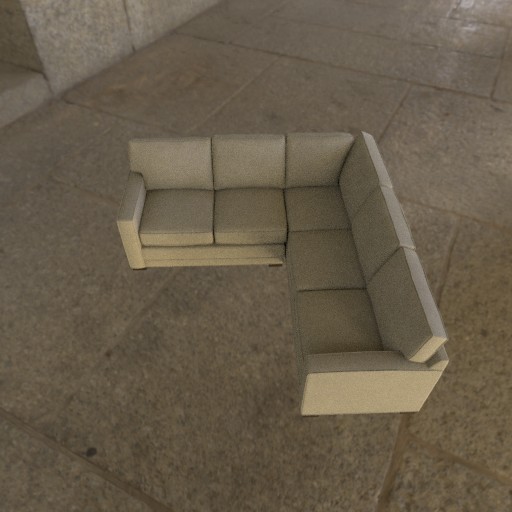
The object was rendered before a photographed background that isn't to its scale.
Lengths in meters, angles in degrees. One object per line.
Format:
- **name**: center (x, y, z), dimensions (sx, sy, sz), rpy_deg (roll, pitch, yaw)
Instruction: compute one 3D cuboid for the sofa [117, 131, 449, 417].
- **sofa**: center (0.000, 0.000, 3.430), dimensions (2.188, 0.936, 2.211), rpy_deg (-2, 47, -2)
